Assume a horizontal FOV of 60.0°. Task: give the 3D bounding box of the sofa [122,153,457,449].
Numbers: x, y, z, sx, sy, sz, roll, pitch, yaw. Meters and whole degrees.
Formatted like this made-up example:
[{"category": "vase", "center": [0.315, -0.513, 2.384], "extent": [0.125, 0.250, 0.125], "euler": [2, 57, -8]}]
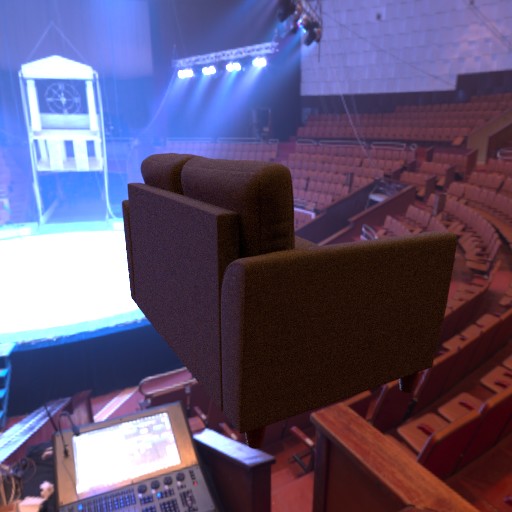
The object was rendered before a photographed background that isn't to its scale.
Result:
[{"category": "sofa", "center": [0.000, 0.000, 1.977], "extent": [0.851, 0.885, 1.423], "euler": [-8, 17, -28]}]
